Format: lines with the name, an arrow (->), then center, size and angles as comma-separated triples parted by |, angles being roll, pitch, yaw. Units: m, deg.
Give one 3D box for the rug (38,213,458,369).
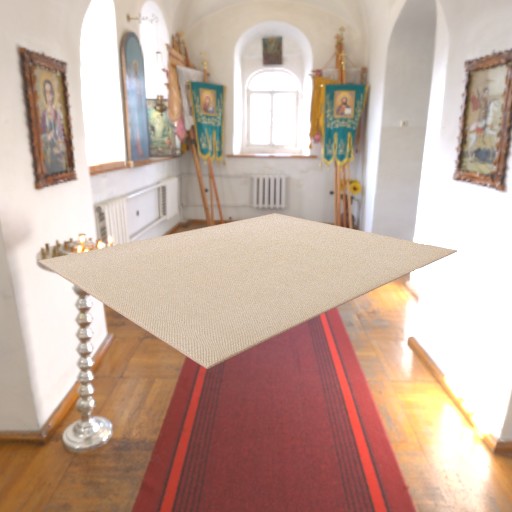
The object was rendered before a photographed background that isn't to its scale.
rug -> 0.000, 0.000, 4.103 | 3.039, 0.018, 2.462 | -16, 23, -41
